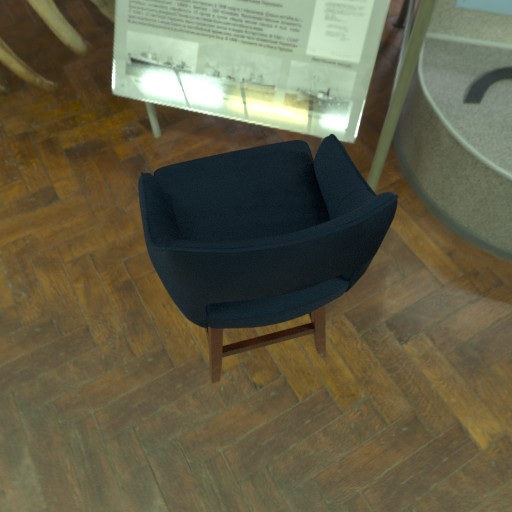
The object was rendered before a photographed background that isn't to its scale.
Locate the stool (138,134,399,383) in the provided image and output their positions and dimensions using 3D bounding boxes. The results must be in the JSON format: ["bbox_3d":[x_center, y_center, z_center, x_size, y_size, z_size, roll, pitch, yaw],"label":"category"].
[{"bbox_3d":[0.000,0.000,1.269,0.550,0.940,0.560,-13,59,-8],"label":"stool"}]
